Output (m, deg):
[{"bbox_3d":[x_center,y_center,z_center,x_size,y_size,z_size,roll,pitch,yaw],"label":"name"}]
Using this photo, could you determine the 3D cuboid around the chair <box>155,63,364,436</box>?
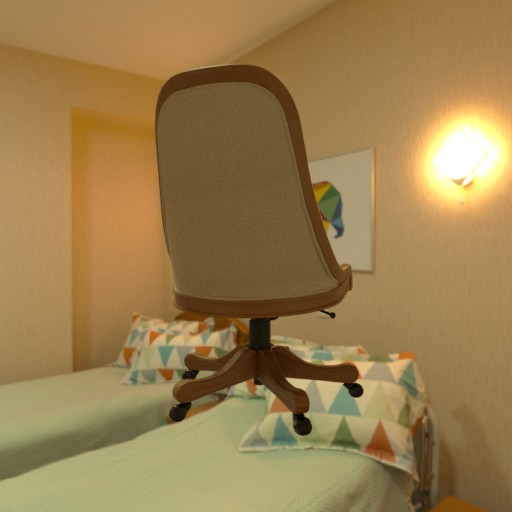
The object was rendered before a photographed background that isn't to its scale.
[{"bbox_3d":[0.000,0.000,1.536,0.702,1.009,0.811,0,1,19],"label":"chair"}]
